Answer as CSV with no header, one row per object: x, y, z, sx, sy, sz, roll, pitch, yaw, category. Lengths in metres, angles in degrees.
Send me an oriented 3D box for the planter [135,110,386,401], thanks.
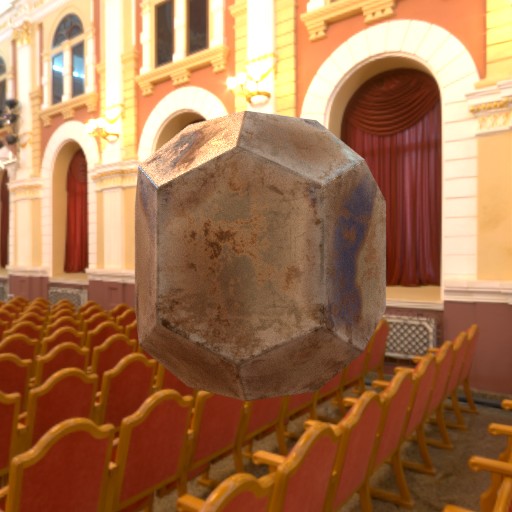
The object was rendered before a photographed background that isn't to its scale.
0.000,0.000,0.427,0.221,0.238,0.243,0,0,37,planter
